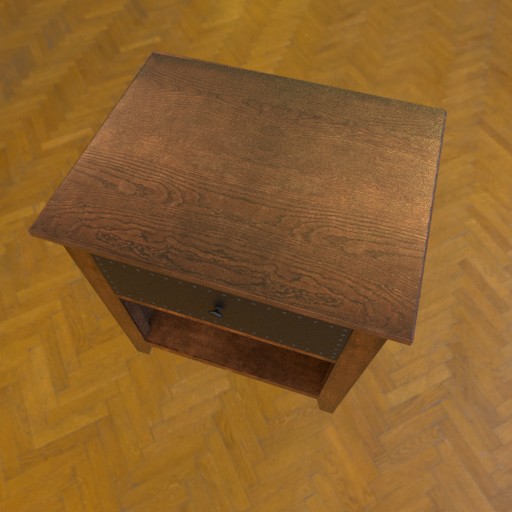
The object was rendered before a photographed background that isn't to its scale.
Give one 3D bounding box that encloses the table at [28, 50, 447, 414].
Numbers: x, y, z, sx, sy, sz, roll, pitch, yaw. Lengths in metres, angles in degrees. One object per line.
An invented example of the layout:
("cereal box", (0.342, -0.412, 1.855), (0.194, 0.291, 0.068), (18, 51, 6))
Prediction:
("table", (0.000, 0.000, 0.992), (0.586, 0.597, 0.461), (15, 60, 9))
